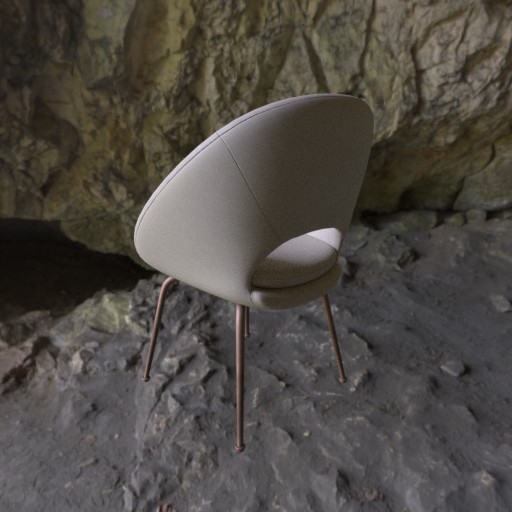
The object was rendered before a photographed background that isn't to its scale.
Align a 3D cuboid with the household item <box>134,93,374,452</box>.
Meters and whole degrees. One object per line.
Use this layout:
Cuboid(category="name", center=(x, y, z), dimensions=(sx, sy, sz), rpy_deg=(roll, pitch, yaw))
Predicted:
Cuboid(category="household item", center=(0.000, 0.000, 1.277), dimensions=(0.623, 0.852, 0.573), rpy_deg=(-15, 22, -42))
